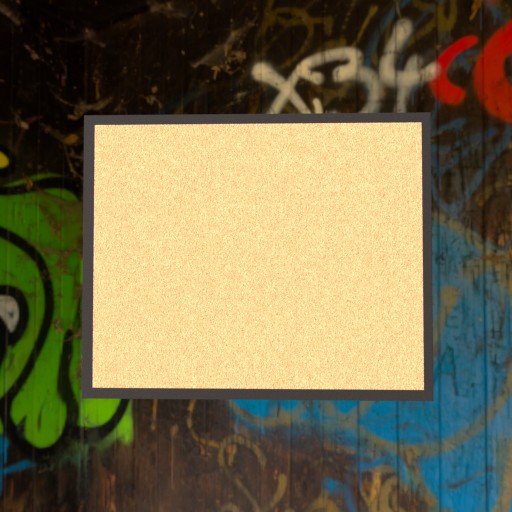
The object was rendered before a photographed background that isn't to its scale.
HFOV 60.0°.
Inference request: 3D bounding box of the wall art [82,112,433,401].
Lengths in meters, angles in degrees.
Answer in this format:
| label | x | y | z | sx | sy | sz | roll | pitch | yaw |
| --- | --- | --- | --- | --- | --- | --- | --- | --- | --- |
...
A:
| label | x | y | z | sx | sy | sz | roll | pitch | yaw |
| --- | --- | --- | --- | --- | --- | --- | --- | --- | --- |
| wall art | 0.000 | 0.000 | 0.719 | 0.554 | 0.454 | 0.030 | 0 | -1 | 1 |
